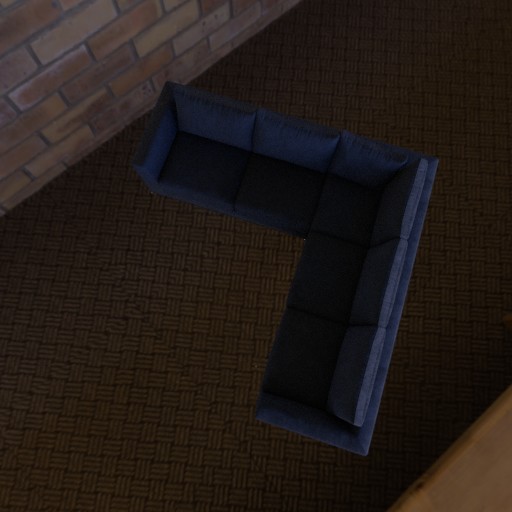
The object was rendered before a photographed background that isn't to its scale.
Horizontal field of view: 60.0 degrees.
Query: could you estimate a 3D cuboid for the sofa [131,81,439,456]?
[{"bbox_3d":[0.000,0.000,3.800,2.472,0.988,2.463,17,77,4],"label":"sofa"}]
